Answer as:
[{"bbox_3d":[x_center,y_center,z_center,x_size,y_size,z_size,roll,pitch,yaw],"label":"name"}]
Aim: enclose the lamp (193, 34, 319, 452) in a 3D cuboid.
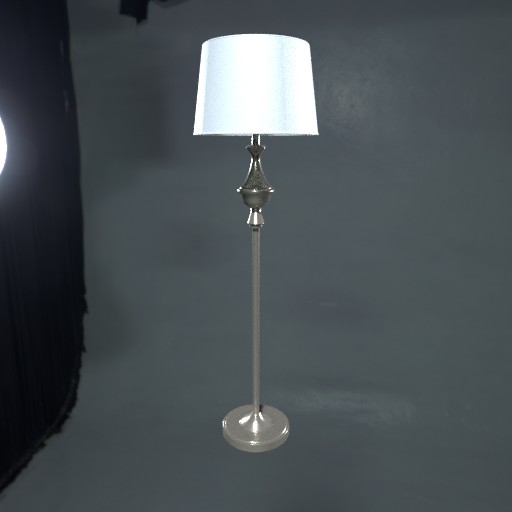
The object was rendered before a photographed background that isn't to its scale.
[{"bbox_3d":[0.000,0.000,1.649,0.431,1.488,0.431,0,15,0],"label":"lamp"}]
